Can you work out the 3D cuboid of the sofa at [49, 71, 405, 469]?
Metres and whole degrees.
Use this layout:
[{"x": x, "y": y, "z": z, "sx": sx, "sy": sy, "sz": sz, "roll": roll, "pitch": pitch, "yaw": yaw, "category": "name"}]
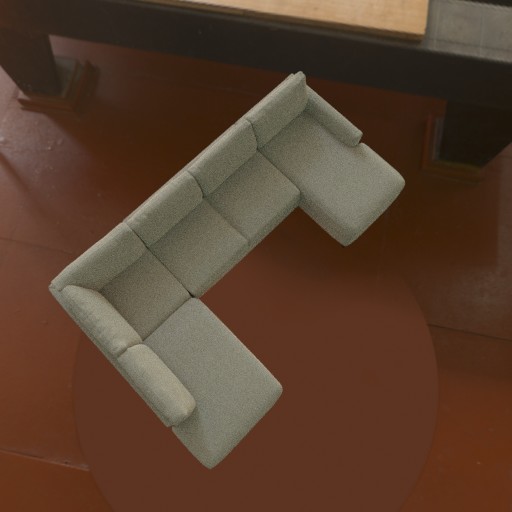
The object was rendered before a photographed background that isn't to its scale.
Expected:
[{"x": 0.000, "y": 0.000, "z": 3.912, "sx": 2.984, "sy": 0.862, "sz": 1.989, "roll": -44, "pitch": 80, "yaw": -10, "category": "sofa"}]
